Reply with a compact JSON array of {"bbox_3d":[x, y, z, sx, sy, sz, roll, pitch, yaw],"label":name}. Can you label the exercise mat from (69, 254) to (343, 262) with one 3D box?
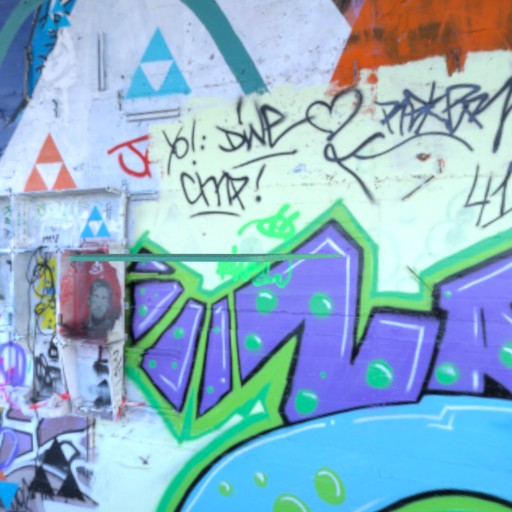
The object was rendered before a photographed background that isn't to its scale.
[{"bbox_3d":[0.000,0.000,2.102,0.616,0.021,1.869,0,0,18],"label":"exercise mat"}]
